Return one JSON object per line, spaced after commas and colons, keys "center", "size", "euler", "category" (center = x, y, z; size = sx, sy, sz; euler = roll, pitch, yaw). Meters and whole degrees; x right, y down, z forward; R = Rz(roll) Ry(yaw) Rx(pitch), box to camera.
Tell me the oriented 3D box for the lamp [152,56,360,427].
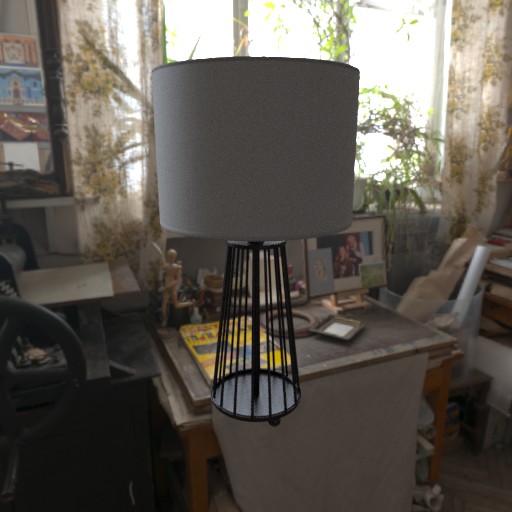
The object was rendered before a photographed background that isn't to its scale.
{"center": [0.000, 0.000, 0.775], "size": [0.322, 0.593, 0.322], "euler": [8, 17, 26], "category": "lamp"}
